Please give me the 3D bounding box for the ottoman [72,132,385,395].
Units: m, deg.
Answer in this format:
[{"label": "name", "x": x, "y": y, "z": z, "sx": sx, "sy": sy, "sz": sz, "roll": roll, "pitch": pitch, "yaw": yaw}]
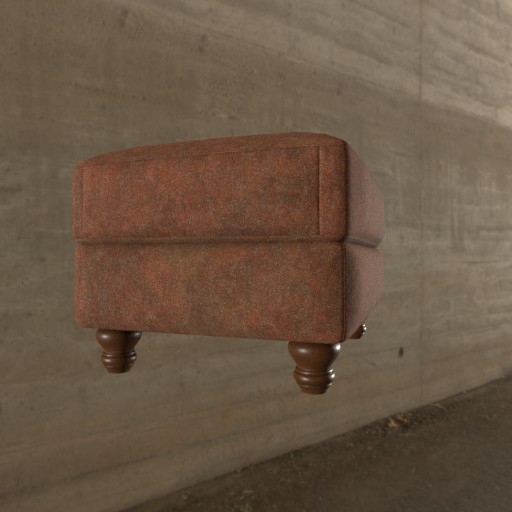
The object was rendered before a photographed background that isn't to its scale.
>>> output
[{"label": "ottoman", "x": 0.000, "y": 0.000, "z": 1.178, "sx": 0.635, "sy": 0.508, "sz": 0.787, "roll": 0, "pitch": 0, "yaw": 20}]
